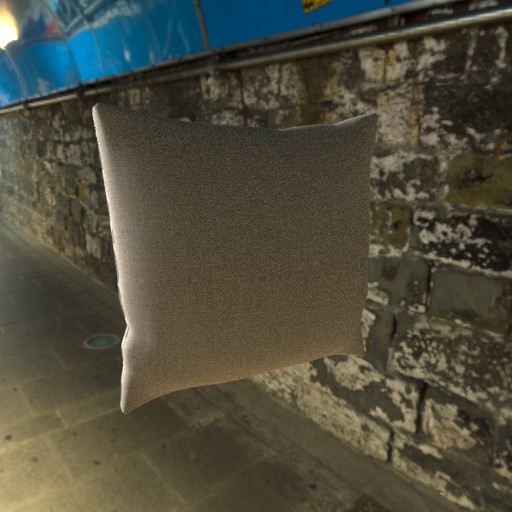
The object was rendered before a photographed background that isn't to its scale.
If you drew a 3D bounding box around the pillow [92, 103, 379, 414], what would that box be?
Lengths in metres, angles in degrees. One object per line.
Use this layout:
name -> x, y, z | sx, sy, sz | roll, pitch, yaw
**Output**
pillow -> 0.000, 0.000, 0.788 | 0.508, 0.498, 0.215 | -7, 16, -25
